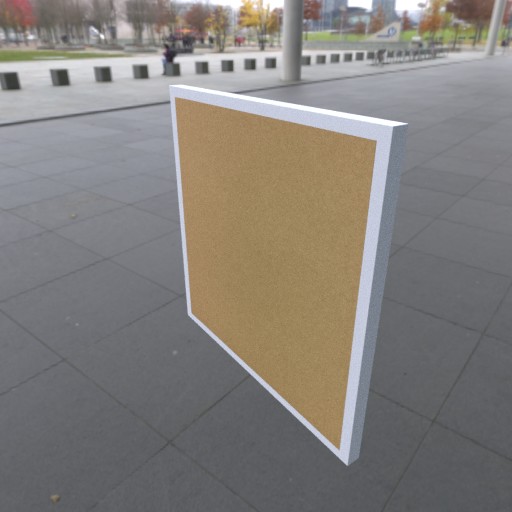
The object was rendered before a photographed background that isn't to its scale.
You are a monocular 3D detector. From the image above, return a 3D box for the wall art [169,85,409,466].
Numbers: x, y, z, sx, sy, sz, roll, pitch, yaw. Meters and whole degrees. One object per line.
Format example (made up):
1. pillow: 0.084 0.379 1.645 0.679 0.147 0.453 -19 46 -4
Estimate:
1. wall art: 0.000 0.000 1.134 0.038 0.761 0.763 -18 32 -32
